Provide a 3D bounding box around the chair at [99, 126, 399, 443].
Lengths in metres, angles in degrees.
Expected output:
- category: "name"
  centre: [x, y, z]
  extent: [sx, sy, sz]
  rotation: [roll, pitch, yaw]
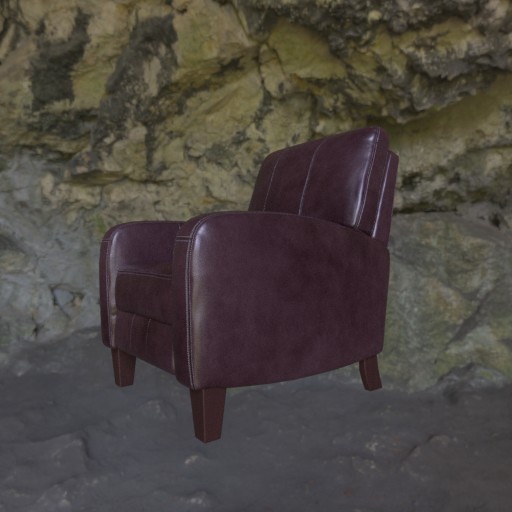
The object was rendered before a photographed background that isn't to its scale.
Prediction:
- category: "chair"
  centre: [0.000, 0.000, 1.699]
  extent: [0.990, 0.990, 0.762]
  rotation: [-1, 1, -38]
